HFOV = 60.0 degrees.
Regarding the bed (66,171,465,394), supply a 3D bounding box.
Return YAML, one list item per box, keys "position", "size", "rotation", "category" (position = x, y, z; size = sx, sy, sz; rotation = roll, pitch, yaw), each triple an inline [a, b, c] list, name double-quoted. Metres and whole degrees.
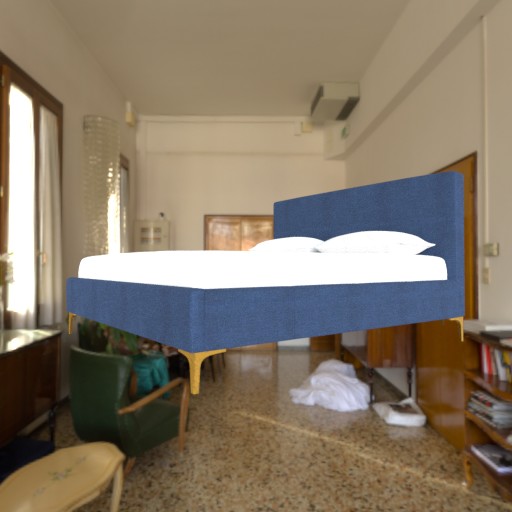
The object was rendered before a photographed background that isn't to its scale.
- position: [0.000, 0.000, 3.372]
  size: [2.232, 1.231, 2.096]
  rotation: [1, -1, -37]
  category: "bed"
